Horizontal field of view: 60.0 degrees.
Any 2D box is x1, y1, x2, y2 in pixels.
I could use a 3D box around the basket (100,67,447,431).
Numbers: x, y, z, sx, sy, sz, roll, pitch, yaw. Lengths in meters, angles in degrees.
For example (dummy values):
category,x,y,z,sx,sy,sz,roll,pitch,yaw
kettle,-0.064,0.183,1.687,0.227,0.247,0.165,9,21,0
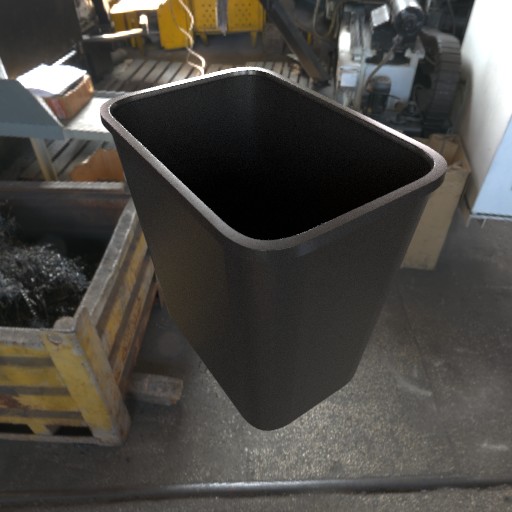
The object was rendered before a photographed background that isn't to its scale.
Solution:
category,x,y,z,sx,sy,sz,roll,pitch,yaw
basket,0.000,0.000,0.507,0.211,0.307,0.300,-25,47,-25
